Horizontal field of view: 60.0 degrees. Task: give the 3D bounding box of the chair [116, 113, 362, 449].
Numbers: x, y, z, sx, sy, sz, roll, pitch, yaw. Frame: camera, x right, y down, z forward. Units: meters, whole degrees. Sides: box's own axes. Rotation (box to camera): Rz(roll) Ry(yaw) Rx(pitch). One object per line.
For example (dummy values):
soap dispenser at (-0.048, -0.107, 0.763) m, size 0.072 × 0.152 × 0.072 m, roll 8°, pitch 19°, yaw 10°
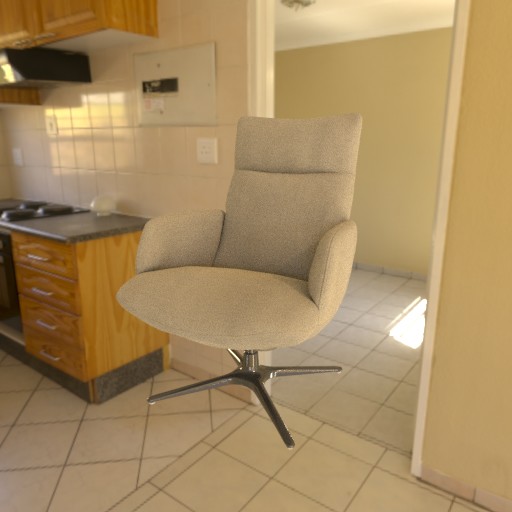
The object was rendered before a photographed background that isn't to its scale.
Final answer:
chair at (0.000, 0.000, 1.612) m, size 0.711 × 1.016 × 0.889 m, roll 7°, pitch 16°, yaw 26°
